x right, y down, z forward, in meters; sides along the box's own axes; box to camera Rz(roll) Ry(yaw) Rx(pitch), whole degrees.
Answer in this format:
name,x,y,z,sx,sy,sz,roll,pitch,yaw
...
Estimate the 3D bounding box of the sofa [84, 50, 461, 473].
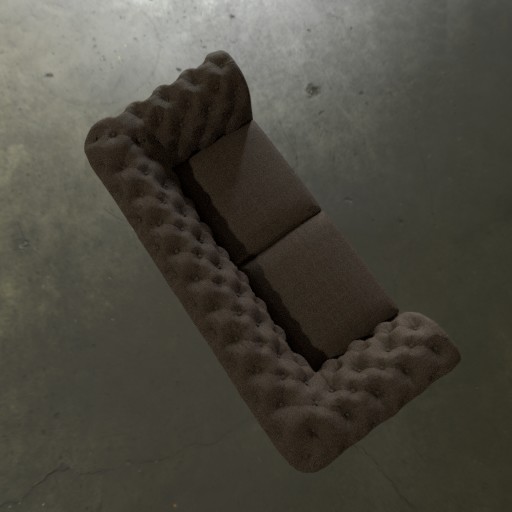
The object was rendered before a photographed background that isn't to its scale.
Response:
name,x,y,z,sx,sy,sz,roll,pitch,yaw
sofa,0.000,0.000,2.462,0.944,0.780,2.048,-34,79,-8
